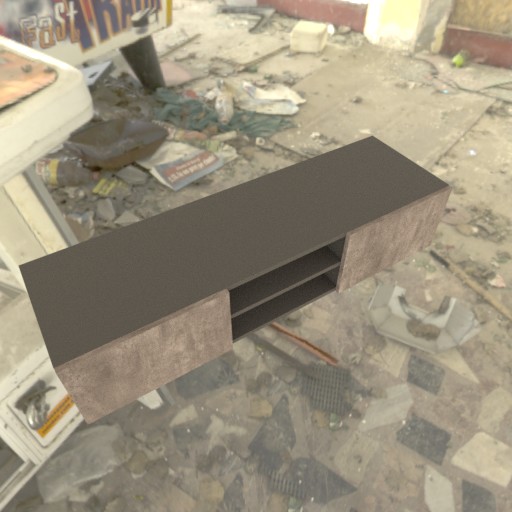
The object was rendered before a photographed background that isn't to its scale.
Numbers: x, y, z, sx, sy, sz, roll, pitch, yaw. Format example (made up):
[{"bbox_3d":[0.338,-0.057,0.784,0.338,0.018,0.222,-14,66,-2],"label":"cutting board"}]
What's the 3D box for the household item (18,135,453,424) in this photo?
[{"bbox_3d":[0.000,0.000,1.560,1.400,0.310,0.420,-24,50,-22],"label":"household item"}]
